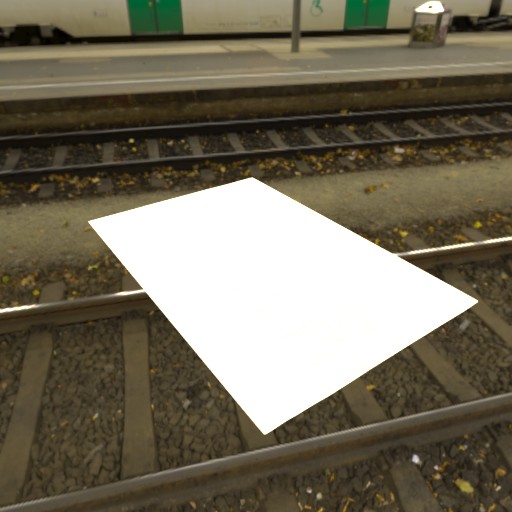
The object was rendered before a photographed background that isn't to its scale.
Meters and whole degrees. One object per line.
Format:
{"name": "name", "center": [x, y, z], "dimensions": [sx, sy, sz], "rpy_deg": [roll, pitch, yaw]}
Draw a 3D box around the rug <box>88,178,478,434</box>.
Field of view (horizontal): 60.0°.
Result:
{"name": "rug", "center": [0.000, 0.000, 2.398], "dimensions": [1.234, 0.006, 1.850], "rpy_deg": [-21, 37, -29]}
